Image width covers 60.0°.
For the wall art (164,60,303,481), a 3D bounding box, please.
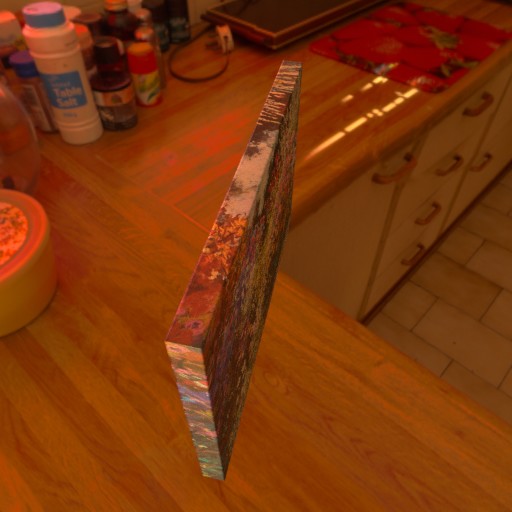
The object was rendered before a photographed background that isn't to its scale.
[{"bbox_3d":[0.000,0.000,0.761,0.037,0.406,0.610,10,48,9],"label":"wall art"}]
